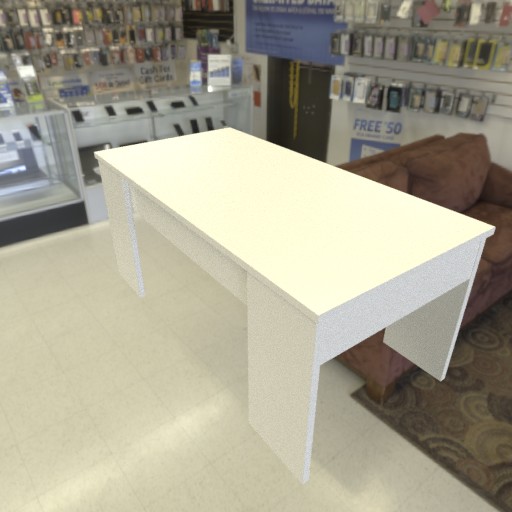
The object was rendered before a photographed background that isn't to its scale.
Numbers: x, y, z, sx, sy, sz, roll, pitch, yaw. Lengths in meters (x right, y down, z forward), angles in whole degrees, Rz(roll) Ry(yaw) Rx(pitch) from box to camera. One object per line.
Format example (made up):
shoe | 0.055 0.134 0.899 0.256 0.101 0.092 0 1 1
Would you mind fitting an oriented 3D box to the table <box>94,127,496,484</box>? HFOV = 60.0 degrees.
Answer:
table | 0.000 0.000 1.249 0.500 0.440 1.000 -20 36 -31
